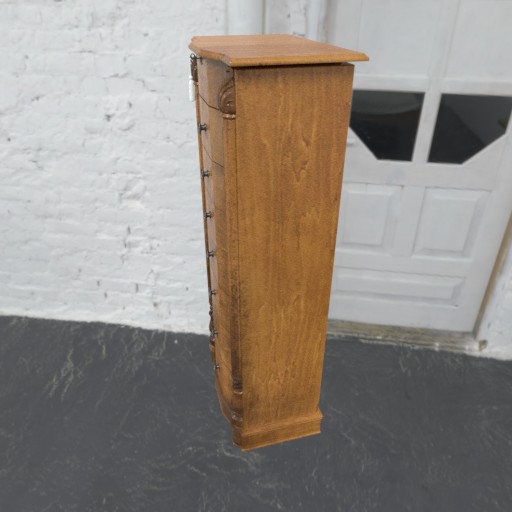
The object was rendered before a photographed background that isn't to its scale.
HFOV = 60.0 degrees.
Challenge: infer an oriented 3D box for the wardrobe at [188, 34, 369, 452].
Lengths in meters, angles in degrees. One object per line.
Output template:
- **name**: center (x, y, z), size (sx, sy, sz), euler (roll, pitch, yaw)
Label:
- **wardrobe**: center (0.000, 0.000, 1.106), size (0.273, 0.959, 0.406), euler (-8, 32, -13)
